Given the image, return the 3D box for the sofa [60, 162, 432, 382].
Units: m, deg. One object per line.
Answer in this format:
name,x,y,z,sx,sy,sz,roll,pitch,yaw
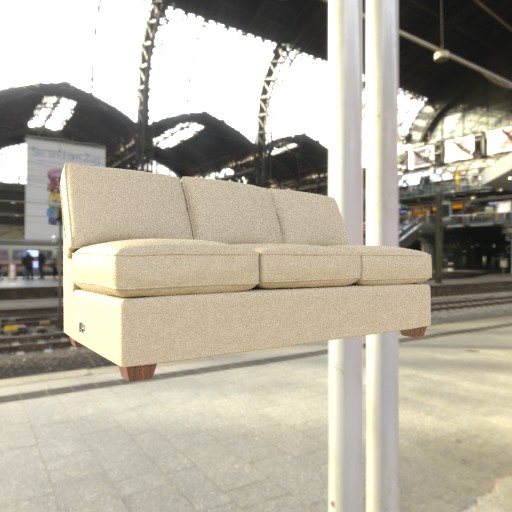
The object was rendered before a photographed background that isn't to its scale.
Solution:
sofa,0.000,0.000,2.555,1.962,0.973,1.027,0,-1,-34
